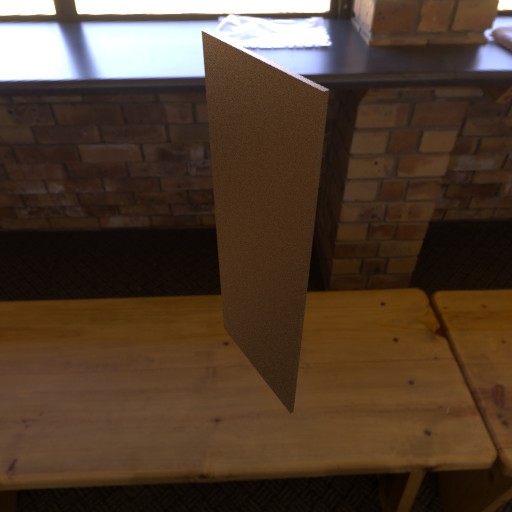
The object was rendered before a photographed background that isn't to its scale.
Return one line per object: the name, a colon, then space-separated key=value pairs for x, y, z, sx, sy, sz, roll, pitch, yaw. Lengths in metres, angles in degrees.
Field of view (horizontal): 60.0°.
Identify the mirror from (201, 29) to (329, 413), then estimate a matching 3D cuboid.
mirror: x=0.000 y=0.000 z=2.350 sx=0.025 sy=2.031 sz=0.812 roll=-24 pitch=47 yaw=-24
